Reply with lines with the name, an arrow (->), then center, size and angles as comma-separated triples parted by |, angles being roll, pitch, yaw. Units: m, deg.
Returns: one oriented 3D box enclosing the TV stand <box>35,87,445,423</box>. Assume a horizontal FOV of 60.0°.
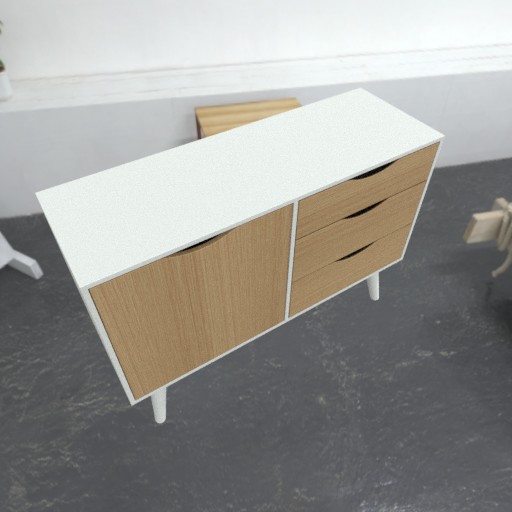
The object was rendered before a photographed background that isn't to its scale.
TV stand -> 0.000, 0.000, 1.622 | 1.193, 0.812, 0.406 | -25, 51, -22
